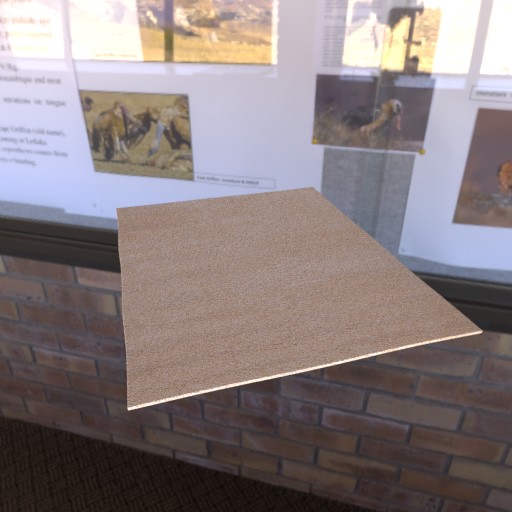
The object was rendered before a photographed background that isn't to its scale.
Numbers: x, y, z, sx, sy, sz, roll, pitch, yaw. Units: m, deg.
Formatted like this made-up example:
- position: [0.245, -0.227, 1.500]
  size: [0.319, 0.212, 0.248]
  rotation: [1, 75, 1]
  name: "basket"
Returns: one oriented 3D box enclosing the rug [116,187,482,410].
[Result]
- position: [0.000, 0.000, 4.048]
  size: [2.400, 0.025, 3.000]
  rotation: [-8, 30, -15]
  name: "rug"
